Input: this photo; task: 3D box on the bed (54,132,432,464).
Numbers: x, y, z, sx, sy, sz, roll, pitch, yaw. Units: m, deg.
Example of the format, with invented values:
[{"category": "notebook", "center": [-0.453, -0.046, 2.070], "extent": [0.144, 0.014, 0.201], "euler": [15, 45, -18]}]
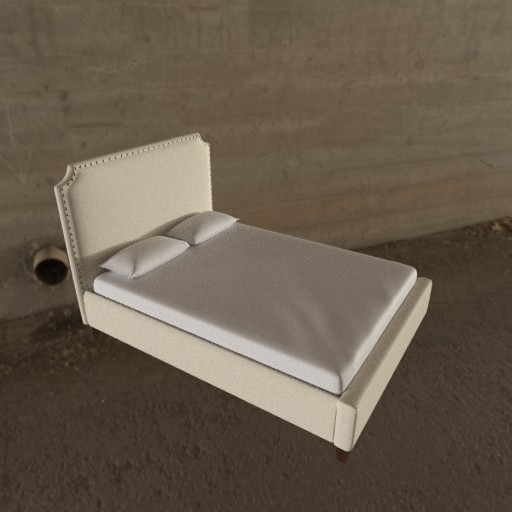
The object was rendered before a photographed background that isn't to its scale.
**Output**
[{"category": "bed", "center": [0.000, 0.000, 3.461], "extent": [2.372, 1.443, 1.712], "euler": [16, 31, 29]}]
